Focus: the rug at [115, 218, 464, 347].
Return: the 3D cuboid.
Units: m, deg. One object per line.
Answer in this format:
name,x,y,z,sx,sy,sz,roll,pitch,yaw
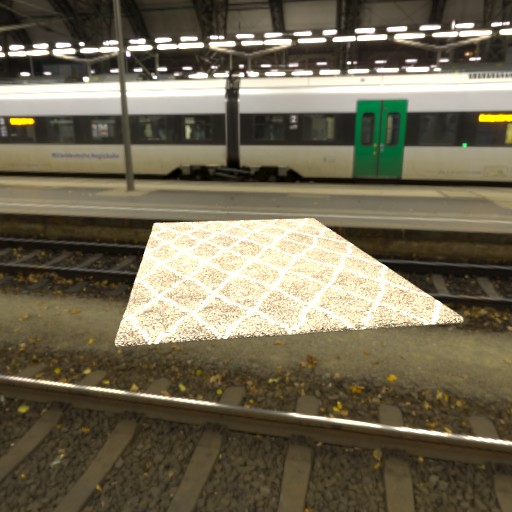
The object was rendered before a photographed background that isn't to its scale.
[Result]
rug,0.000,0.000,3.035,1.524,0.030,2.438,-2,16,-9
